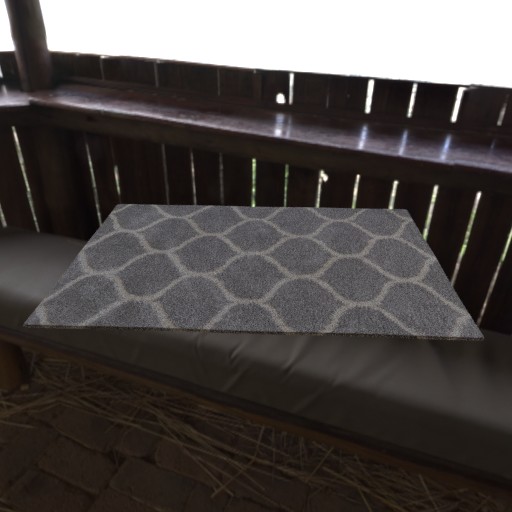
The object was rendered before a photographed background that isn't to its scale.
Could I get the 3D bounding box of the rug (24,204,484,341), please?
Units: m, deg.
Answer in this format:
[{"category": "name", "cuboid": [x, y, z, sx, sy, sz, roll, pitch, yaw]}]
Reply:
[{"category": "rug", "cuboid": [0.000, 0.000, 3.359, 2.701, 0.026, 1.801, 1, 30, 2]}]
